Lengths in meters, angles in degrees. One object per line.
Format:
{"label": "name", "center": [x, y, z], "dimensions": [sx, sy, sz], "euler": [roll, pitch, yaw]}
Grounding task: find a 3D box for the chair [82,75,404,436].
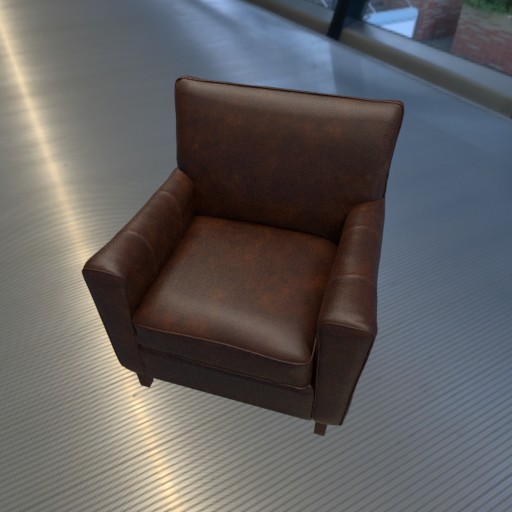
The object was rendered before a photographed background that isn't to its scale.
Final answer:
{"label": "chair", "center": [0.000, 0.000, 1.595], "dimensions": [0.870, 0.943, 0.823], "euler": [11, 43, 12]}
